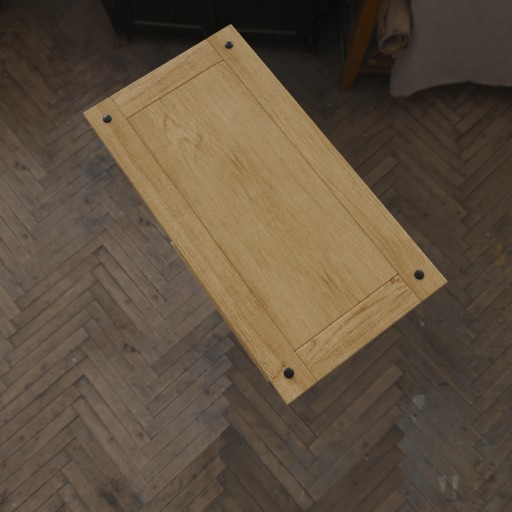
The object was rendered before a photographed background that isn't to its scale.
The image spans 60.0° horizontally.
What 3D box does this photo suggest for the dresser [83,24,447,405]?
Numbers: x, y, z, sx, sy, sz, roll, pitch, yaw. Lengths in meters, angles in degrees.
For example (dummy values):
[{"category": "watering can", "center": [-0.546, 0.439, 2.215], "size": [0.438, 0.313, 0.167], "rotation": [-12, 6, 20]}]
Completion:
[{"category": "dresser", "center": [0.000, 0.000, 1.752], "size": [0.485, 1.300, 0.915], "rotation": [-35, 78, -8]}]
